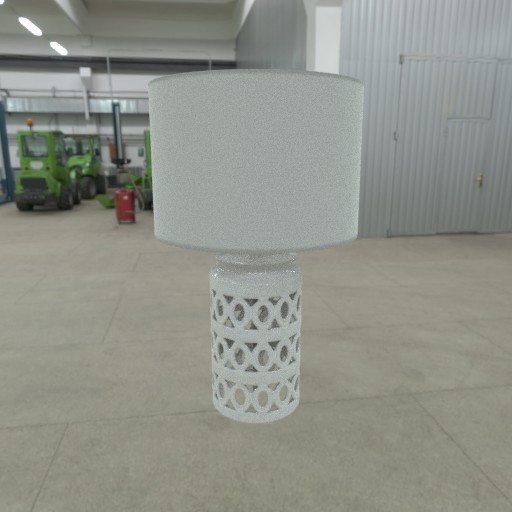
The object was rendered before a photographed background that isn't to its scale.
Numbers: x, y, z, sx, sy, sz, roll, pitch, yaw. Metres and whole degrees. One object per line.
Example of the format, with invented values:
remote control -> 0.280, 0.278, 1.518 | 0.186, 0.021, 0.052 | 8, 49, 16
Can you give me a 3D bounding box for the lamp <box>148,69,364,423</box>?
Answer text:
lamp -> 0.000, 0.000, 0.701 | 0.310, 0.502, 0.310 | 0, 14, 0
